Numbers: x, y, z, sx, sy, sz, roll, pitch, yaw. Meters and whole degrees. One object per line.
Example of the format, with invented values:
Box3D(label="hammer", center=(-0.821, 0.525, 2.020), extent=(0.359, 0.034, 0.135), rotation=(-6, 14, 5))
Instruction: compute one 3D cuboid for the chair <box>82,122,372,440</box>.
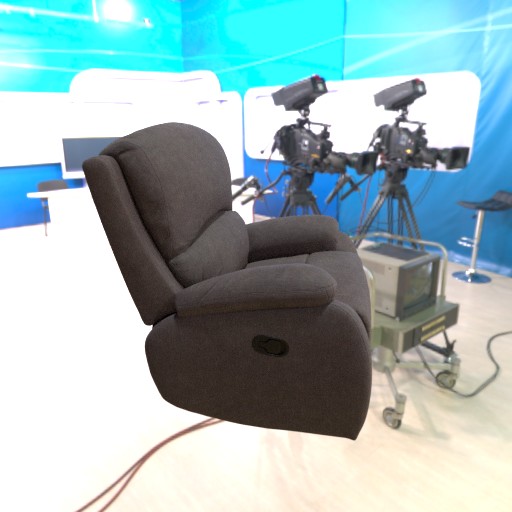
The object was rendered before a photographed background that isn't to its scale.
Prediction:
Box3D(label="chair", center=(0.000, 0.000, 1.748), extent=(0.899, 1.011, 0.930), rotation=(3, 18, 10))
